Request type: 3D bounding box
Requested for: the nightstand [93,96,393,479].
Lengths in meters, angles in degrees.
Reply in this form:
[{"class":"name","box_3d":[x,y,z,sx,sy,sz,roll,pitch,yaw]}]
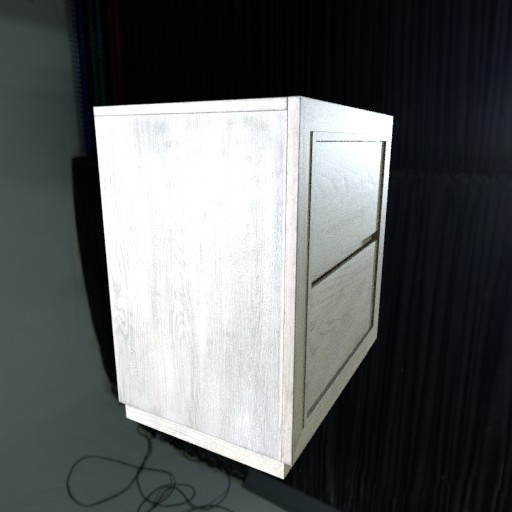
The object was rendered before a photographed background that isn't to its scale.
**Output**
[{"class":"nightstand","box_3d":[0.000,0.000,1.091,0.483,0.673,0.612,8,16,28]}]
